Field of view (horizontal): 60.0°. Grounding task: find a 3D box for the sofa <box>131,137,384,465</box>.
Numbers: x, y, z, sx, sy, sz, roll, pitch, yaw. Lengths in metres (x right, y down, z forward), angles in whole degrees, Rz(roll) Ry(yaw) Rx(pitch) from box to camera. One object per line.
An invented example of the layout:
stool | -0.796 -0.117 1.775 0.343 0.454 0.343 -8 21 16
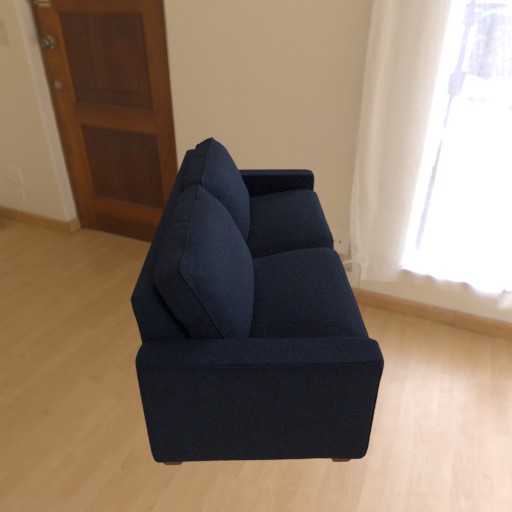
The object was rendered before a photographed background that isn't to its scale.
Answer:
sofa | 0.000 0.000 2.529 0.940 0.919 2.080 -1 30 -1
